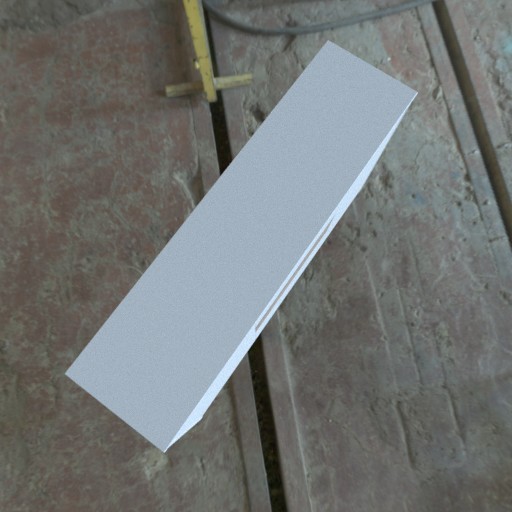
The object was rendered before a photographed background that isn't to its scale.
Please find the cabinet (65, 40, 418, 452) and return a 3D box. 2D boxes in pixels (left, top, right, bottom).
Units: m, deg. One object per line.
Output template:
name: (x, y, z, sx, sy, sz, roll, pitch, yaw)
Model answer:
cabinet: (0.000, 0.000, 1.885, 0.380, 0.900, 1.450, 34, 78, 8)
